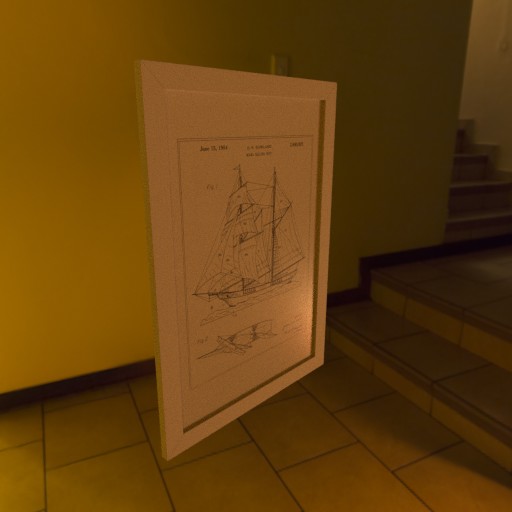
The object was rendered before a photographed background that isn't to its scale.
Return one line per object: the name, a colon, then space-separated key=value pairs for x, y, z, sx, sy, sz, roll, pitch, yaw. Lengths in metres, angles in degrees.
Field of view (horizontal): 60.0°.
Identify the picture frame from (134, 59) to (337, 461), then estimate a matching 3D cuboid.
picture frame: x=0.000 y=0.000 z=0.600 sx=0.011 sy=0.459 sz=0.326 roll=15 pitch=22 yaw=42
